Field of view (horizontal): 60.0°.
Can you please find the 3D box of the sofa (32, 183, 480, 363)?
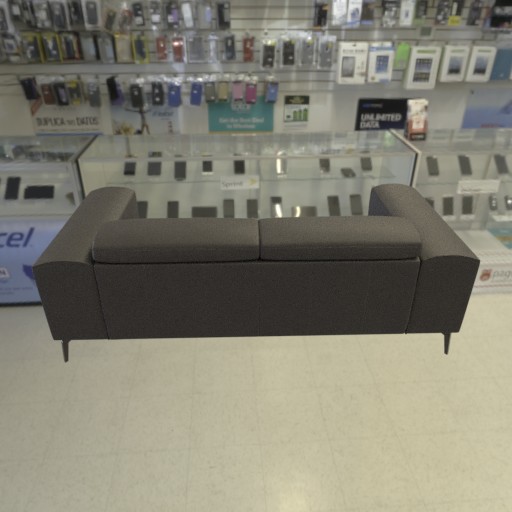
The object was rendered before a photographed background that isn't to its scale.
[{"bbox_3d":[0.000,0.000,2.820,2.330,0.814,1.048,-1,30,-1],"label":"sofa"}]
